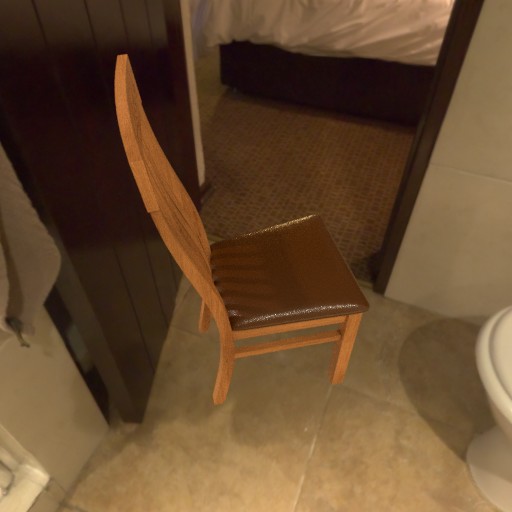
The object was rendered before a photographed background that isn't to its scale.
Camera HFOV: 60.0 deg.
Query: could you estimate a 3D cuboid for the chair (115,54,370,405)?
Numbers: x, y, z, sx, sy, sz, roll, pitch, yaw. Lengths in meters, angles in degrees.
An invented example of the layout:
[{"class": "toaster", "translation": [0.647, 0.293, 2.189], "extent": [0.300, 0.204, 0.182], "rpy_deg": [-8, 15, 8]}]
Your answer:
[{"class": "chair", "translation": [0.000, 0.000, 1.313], "extent": [0.580, 1.050, 0.450], "rpy_deg": [-11, 47, -10]}]
